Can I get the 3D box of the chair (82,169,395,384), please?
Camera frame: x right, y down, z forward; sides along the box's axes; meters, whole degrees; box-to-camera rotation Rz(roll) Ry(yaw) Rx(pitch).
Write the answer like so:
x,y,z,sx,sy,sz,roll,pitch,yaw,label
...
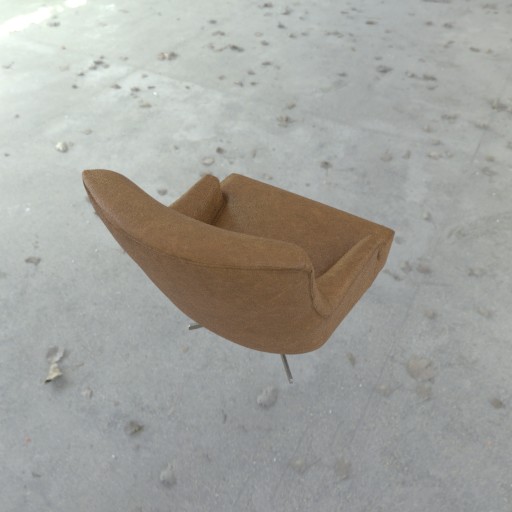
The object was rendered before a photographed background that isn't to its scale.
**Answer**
x,y,z,sx,sy,sz,roll,pitch,yaw,label
0.000,0.000,1.500,0.729,0.869,0.874,23,50,21,chair
